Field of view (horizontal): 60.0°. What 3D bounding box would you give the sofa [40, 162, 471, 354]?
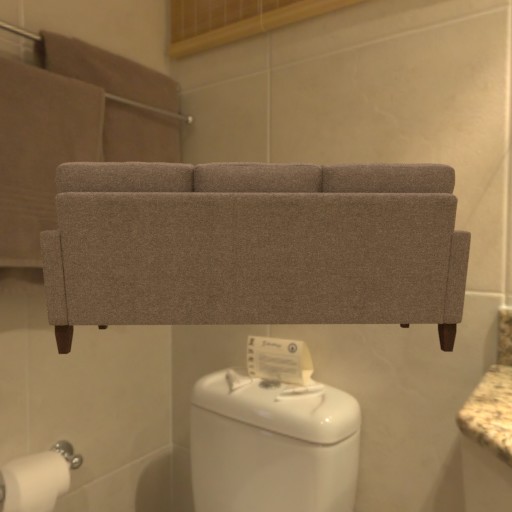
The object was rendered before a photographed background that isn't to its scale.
[{"bbox_3d":[0.000,0.000,2.564,2.115,0.984,0.888,0,2,-1],"label":"sofa"}]
